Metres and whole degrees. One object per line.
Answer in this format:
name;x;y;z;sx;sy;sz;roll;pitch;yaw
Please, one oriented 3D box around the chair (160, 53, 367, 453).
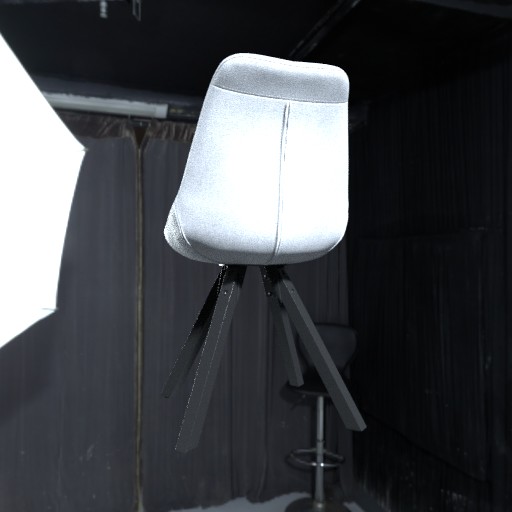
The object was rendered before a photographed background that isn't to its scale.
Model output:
chair;0.000;0.000;1.198;0.485;0.850;0.550;0;0;-17
